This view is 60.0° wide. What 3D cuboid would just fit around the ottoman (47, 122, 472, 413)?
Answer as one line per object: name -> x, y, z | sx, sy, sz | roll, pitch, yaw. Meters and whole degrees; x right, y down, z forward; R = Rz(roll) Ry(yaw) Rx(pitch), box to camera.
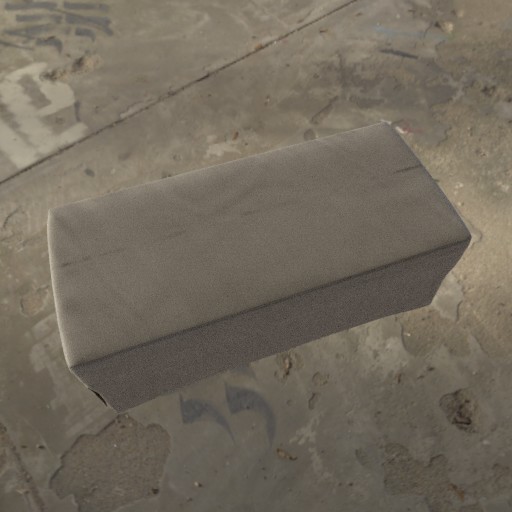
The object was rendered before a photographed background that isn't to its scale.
ottoman -> 0.000, 0.000, 1.685 | 1.388, 0.457, 0.665 | -17, 60, -10
